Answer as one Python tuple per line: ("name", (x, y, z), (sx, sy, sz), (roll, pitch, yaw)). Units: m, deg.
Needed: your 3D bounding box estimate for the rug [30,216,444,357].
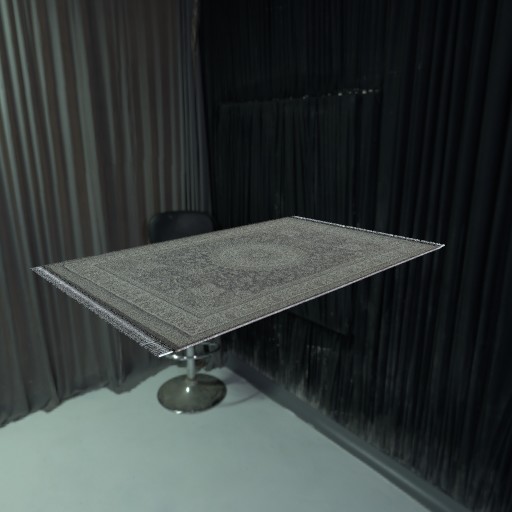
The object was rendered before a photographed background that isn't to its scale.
("rug", (0.000, 0.000, 3.028), (2.440, 0.010, 1.528), (-15, 22, -41))
